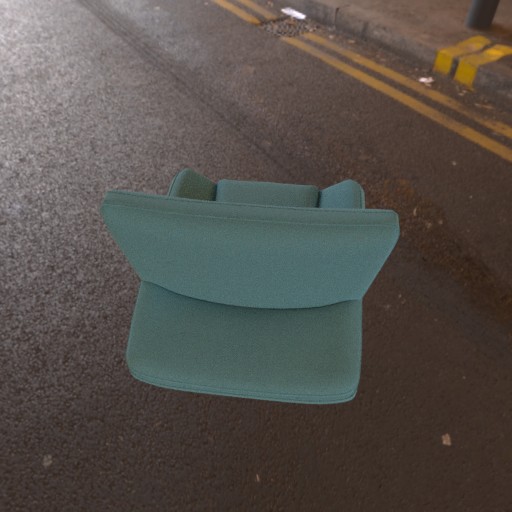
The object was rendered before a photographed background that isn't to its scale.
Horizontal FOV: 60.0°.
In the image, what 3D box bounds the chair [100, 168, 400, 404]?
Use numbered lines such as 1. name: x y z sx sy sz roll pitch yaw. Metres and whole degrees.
1. chair: 0.000 0.000 1.688 0.859 0.855 1.008 5 46 5
